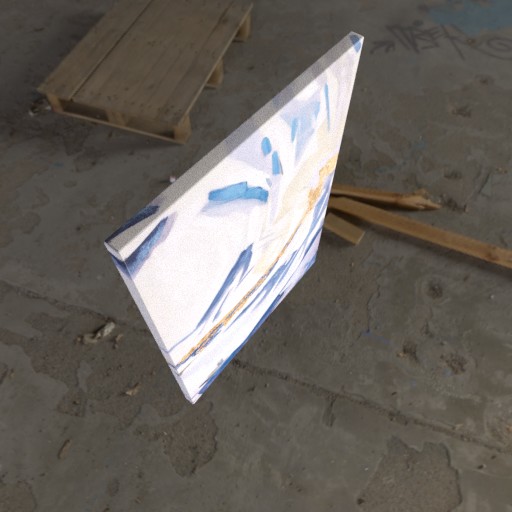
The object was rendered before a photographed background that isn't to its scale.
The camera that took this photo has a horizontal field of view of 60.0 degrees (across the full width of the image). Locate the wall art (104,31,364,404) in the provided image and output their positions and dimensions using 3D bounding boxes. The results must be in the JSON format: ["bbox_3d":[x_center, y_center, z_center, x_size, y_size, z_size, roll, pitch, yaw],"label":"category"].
[{"bbox_3d":[0.000,0.000,1.310,0.038,1.015,0.761,34,64,19],"label":"wall art"}]
